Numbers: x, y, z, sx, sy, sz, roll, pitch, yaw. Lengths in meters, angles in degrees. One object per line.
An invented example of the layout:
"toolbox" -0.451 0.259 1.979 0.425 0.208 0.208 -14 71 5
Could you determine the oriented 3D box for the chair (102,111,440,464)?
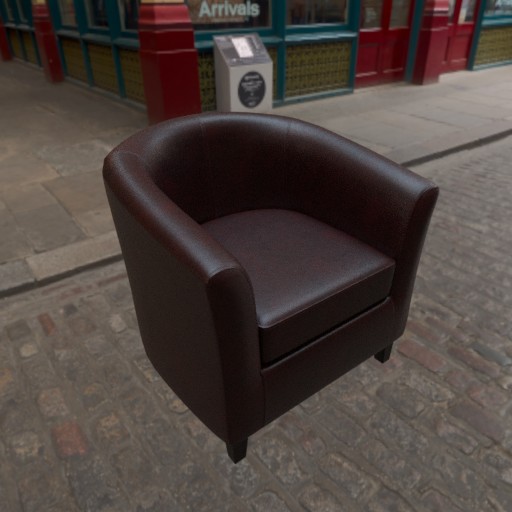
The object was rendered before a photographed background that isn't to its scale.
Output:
"chair" 0.000 0.000 1.399 0.792 0.756 0.727 -21 36 -32
